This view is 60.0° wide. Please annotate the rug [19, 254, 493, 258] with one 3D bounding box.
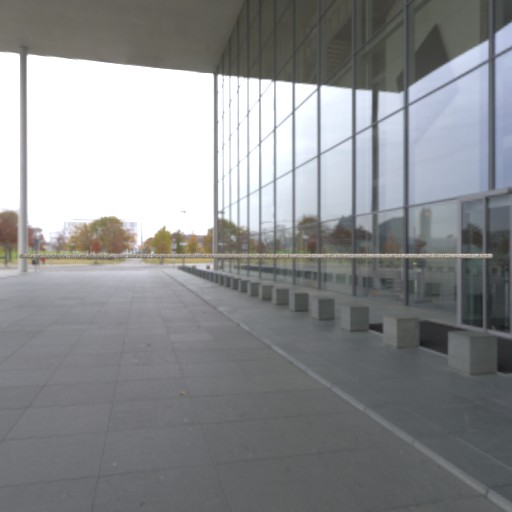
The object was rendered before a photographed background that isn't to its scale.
[{"bbox_3d":[0.000,0.000,3.421,2.699,0.025,1.800,0,0,0],"label":"rug"}]
